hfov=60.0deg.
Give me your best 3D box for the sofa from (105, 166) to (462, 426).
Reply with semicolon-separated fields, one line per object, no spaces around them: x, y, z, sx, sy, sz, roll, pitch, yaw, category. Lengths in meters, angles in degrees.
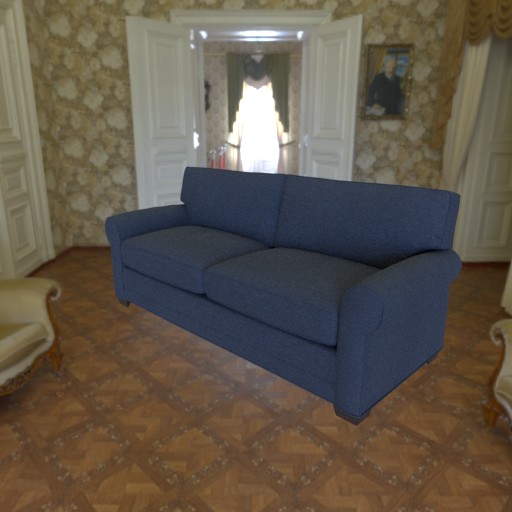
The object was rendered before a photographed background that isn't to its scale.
0.000;0.000;2.913;2.391;1.026;0.954;15;22;42;sofa
